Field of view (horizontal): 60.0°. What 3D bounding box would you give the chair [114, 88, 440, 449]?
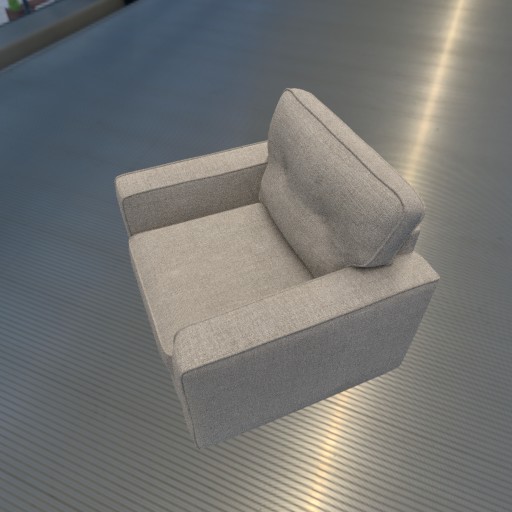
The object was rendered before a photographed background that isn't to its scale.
[{"bbox_3d":[0.000,0.000,1.779,0.939,0.965,1.015,-17,49,-16],"label":"chair"}]
